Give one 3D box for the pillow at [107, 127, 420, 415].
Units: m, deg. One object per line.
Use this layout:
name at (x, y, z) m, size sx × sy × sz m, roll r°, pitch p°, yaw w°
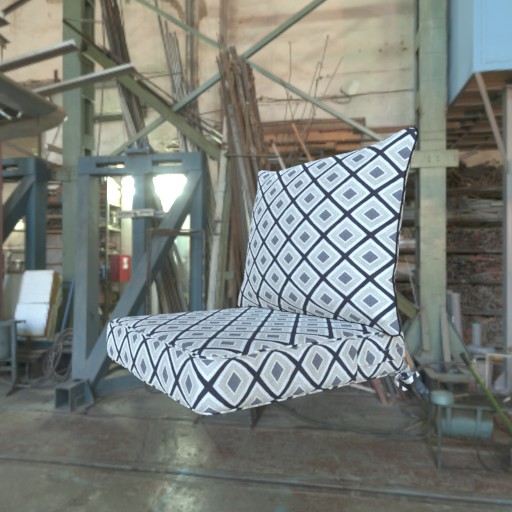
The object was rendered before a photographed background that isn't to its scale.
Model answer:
pillow at (0.000, 0.000, 1.371) m, size 0.733 × 0.722 × 0.798 m, roll 0°, pitch 0°, yaw -35°
